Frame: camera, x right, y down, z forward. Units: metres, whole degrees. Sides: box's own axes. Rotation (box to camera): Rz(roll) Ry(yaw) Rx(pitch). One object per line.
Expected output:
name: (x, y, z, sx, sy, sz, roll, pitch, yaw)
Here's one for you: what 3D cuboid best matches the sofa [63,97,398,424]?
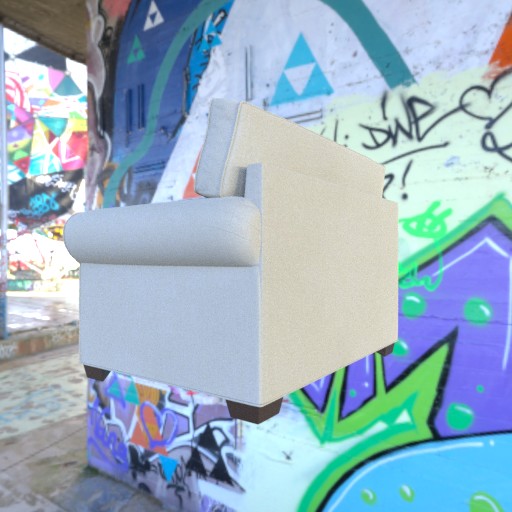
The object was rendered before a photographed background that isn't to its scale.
sofa: (0.000, 0.000, 2.068, 0.937, 1.006, 1.405, 0, 0, 36)
